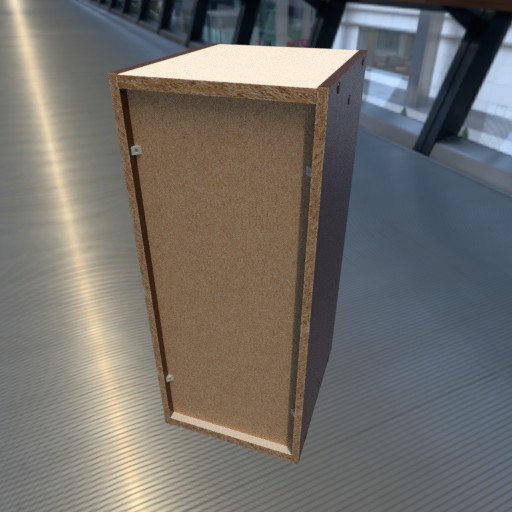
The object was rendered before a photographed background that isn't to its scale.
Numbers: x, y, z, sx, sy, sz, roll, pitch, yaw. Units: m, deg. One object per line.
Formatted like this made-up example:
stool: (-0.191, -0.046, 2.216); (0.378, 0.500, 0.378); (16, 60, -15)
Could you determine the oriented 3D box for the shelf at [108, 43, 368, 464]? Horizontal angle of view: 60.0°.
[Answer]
shelf: (0.000, 0.000, 0.734); (0.253, 0.600, 0.290); (10, 33, 16)
